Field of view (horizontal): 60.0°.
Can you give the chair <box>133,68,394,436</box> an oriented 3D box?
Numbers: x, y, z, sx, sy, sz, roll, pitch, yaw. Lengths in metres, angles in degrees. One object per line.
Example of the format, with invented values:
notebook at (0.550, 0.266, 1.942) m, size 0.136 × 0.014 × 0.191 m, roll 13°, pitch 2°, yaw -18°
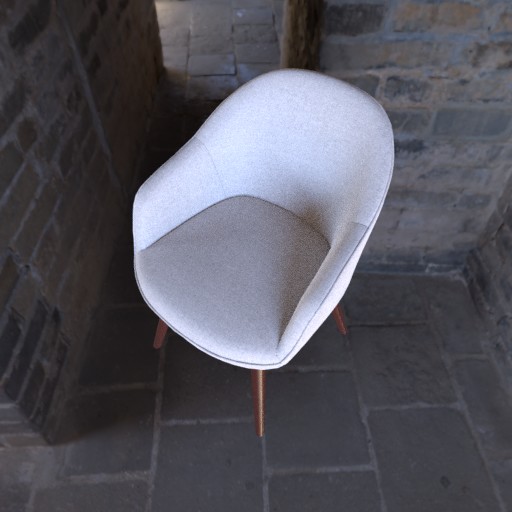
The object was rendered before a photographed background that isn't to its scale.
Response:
chair at (0.000, 0.000, 1.264) m, size 0.596 × 0.823 × 0.635 m, roll 32°, pitch 56°, yaw 25°
